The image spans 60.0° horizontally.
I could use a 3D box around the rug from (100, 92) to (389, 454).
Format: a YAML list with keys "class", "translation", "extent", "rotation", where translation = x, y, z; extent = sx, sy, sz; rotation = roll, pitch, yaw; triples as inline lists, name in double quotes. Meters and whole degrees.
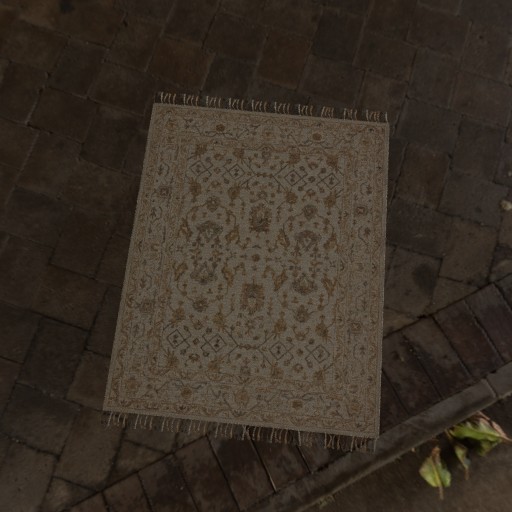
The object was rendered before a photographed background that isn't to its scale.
- class: "rug"
  translation: [0.000, 0.000, 2.211]
  extent: [1.278, 0.009, 1.726]
  rotation: [5, 77, 1]
